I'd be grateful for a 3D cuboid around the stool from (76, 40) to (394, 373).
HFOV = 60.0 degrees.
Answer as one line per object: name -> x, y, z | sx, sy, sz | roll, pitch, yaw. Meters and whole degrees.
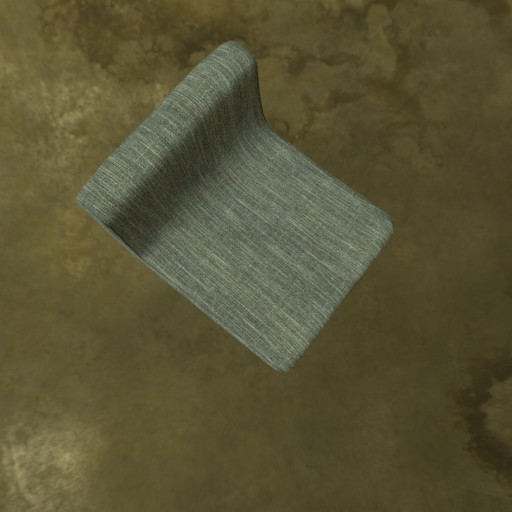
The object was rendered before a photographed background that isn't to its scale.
stool -> 0.000, 0.000, 1.220 | 0.499, 0.965, 0.426 | 38, 79, 9
